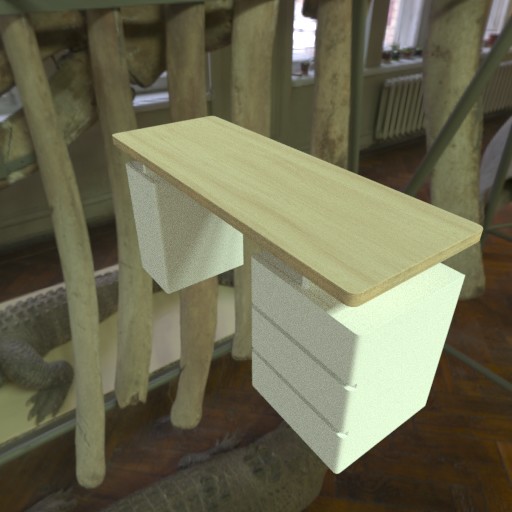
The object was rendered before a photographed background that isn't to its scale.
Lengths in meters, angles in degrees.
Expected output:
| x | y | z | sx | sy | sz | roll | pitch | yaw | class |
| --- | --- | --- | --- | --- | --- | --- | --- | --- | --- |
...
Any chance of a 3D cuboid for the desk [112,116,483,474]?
| x | y | z | sx | sy | sz | roll | pitch | yaw | class |
| --- | --- | --- | --- | --- | --- | --- | --- | --- | --- |
| 0.000 | 0.000 | 1.852 | 0.550 | 0.755 | 1.500 | -21 | 38 | -30 | desk |
